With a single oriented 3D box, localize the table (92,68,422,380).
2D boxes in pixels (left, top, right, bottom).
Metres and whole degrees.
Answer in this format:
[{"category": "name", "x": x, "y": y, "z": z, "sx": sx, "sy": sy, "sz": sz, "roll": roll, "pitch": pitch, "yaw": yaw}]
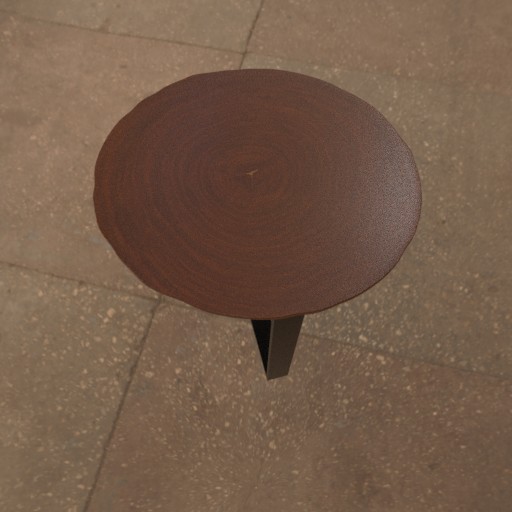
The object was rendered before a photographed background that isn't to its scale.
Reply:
[{"category": "table", "x": 0.000, "y": 0.000, "z": 0.755, "sx": 0.410, "sy": 0.450, "sz": 0.380, "roll": 14, "pitch": 63, "yaw": 7}]
